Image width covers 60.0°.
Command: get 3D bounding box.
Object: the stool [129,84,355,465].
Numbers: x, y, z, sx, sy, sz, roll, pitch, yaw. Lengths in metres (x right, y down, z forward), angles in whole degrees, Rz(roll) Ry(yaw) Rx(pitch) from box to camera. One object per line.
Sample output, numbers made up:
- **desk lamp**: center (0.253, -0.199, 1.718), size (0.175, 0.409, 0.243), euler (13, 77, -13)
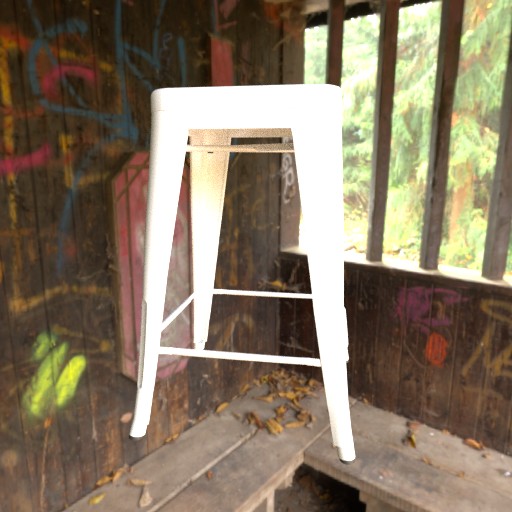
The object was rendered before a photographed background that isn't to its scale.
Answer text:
- **stool**: center (0.000, 0.000, 0.899), size (0.406, 0.610, 0.406), euler (2, 13, 10)
